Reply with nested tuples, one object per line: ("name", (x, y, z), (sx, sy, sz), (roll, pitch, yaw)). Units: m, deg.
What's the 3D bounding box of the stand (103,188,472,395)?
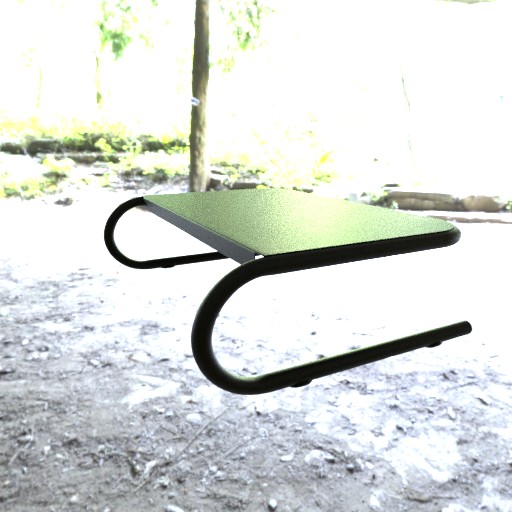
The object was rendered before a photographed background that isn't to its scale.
("stand", (0.000, 0.000, 0.508), (0.280, 0.108, 0.370), (-8, 17, -26))
